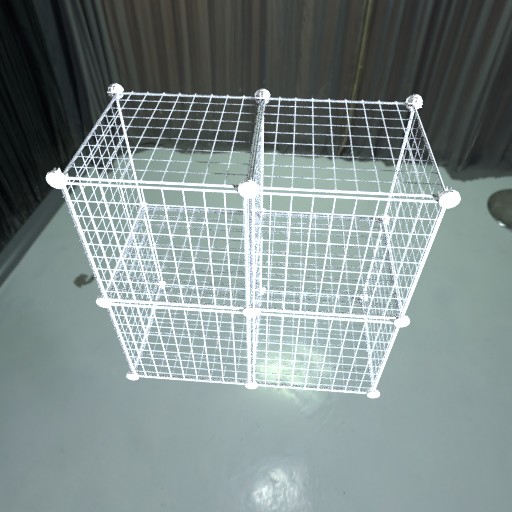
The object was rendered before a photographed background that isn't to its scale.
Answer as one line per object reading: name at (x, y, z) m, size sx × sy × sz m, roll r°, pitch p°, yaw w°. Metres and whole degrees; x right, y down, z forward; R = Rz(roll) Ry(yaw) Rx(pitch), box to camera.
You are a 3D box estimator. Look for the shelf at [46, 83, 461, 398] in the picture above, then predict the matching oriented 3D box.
shelf at (0.000, 0.000, 1.125) m, size 0.711 × 0.711 × 0.356 m, roll 3°, pitch 45°, yaw 3°
